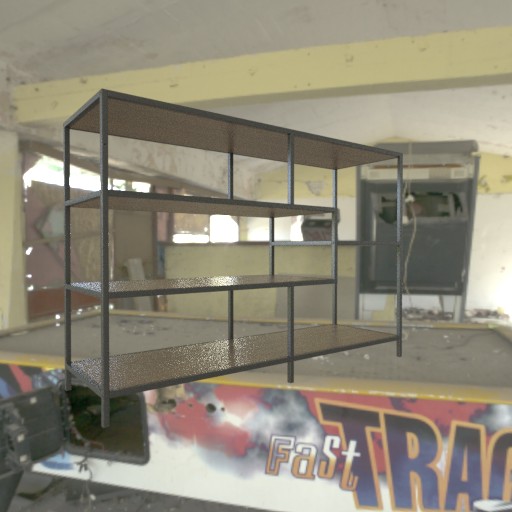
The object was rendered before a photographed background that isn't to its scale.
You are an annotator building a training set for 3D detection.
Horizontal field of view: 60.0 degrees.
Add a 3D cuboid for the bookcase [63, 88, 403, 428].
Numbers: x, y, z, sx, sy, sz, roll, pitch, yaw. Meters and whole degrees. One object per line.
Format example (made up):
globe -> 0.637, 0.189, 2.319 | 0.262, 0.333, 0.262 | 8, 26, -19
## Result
bookcase -> 0.000, 0.000, 1.496 | 1.140, 0.780, 0.350 | -1, 1, -37
